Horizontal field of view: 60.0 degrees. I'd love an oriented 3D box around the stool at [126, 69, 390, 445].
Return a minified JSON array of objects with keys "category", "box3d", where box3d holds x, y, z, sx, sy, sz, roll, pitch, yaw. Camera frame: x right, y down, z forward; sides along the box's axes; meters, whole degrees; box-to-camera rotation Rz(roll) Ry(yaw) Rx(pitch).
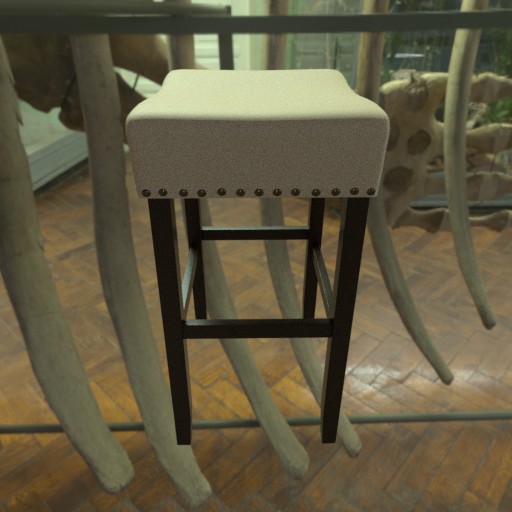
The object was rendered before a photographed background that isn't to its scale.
[{"category":"stool","box3d":[0.000,0.000,1.039,0.401,0.762,0.471,0,31,-1]}]
